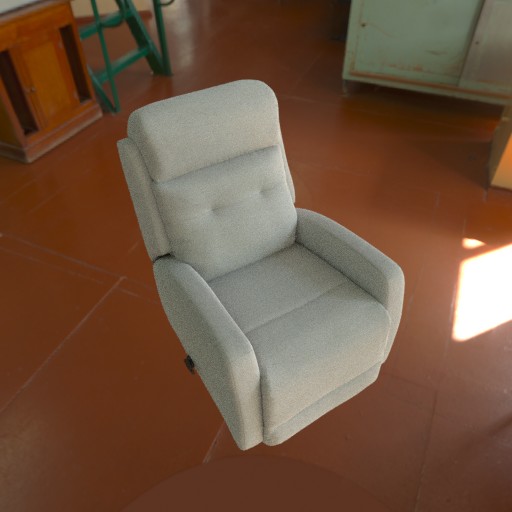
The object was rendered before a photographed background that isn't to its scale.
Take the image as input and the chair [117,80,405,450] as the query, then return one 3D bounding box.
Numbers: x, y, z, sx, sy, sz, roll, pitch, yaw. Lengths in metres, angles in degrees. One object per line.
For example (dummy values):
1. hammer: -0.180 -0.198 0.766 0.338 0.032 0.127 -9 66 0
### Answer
1. chair: 0.000 0.000 1.742 0.798 1.013 1.043 -23 49 -22
